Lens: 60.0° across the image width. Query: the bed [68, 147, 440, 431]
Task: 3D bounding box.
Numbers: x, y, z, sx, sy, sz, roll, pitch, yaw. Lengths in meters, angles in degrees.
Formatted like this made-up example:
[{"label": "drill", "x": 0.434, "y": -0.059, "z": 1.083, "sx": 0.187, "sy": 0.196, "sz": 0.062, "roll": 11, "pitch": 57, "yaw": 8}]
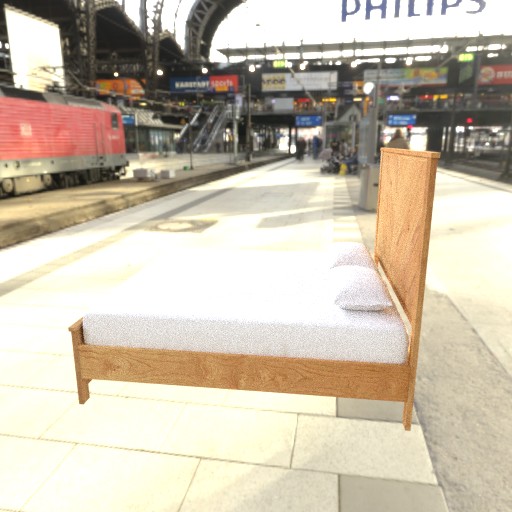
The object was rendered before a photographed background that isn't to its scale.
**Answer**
[{"label": "bed", "x": 0.000, "y": 0.000, "z": 3.595, "sx": 2.201, "sy": 1.686, "sz": 1.936, "roll": 2, "pitch": 15, "yaw": 7}]
